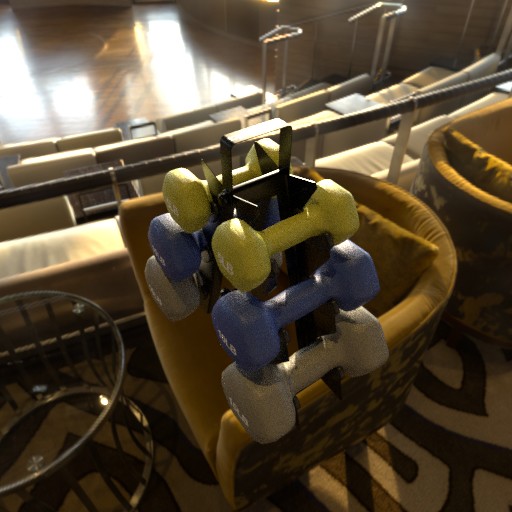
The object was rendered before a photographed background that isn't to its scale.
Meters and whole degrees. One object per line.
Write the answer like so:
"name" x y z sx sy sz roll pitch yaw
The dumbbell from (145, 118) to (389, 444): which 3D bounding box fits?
"dumbbell" 0.000 0.000 0.695 0.261 0.426 0.416 -25 48 -25
